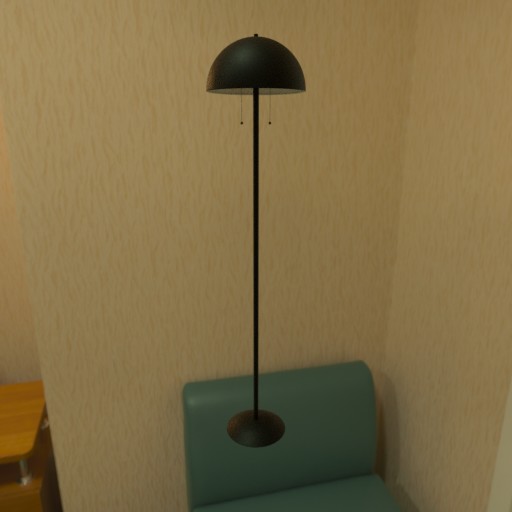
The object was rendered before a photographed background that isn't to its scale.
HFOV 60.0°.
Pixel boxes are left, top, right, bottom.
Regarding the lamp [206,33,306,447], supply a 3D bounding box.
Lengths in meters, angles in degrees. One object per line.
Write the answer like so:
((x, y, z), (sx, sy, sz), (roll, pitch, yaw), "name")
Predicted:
((0.000, 0.000, 1.627), (0.328, 1.480, 0.328), (-16, 23, -43), "lamp")
